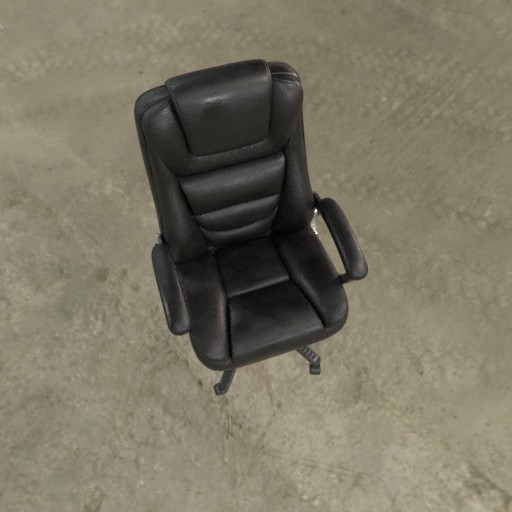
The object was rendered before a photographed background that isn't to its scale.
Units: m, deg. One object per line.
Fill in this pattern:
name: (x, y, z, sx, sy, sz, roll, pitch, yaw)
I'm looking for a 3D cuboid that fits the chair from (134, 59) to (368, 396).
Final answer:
chair: (0.000, 0.000, 1.513, 0.697, 1.075, 0.689, -16, 62, -9)
